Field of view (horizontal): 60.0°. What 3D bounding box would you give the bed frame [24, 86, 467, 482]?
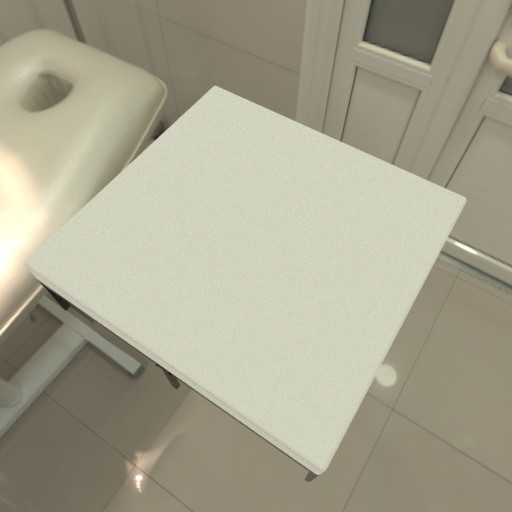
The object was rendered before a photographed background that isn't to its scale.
[{"bbox_3d":[0.000,0.000,3.055,2.079,0.659,1.963,29,63,17],"label":"bed frame"}]
